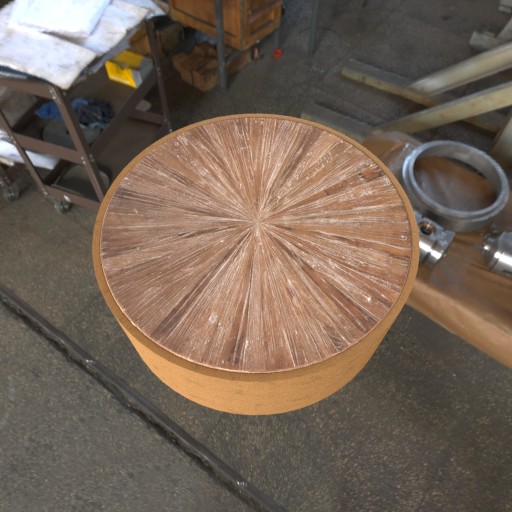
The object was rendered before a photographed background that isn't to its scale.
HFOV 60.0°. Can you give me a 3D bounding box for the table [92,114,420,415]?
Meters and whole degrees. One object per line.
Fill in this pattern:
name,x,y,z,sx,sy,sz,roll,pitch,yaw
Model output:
table,0.000,0.000,1.548,1.001,0.409,1.001,0,58,0
